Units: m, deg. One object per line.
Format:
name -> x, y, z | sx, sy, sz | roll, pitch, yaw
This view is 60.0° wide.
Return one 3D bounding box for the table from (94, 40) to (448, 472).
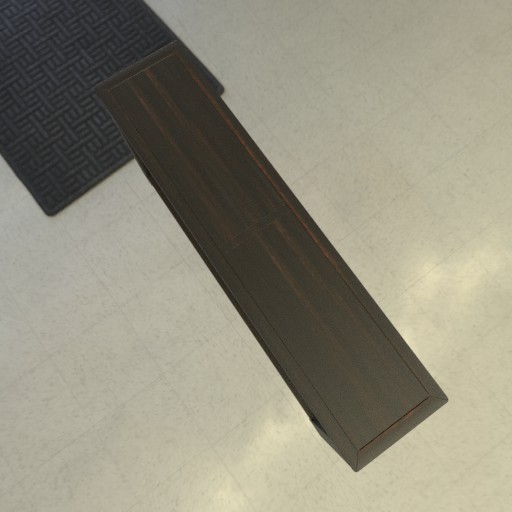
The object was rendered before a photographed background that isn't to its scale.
table -> 0.000, 0.000, 1.910 | 0.384, 0.762, 1.631 | -34, 78, -8
